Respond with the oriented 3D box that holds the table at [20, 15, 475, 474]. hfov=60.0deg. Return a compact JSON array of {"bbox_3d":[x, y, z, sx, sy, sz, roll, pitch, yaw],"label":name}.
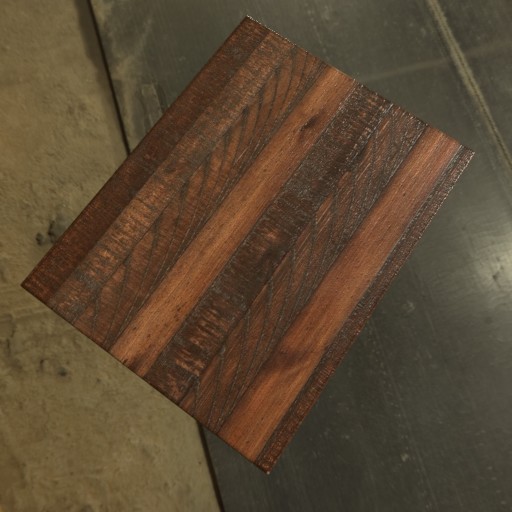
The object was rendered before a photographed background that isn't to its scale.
[{"bbox_3d":[0.000,0.000,1.094,0.524,0.612,0.678,34,79,8],"label":"table"}]
